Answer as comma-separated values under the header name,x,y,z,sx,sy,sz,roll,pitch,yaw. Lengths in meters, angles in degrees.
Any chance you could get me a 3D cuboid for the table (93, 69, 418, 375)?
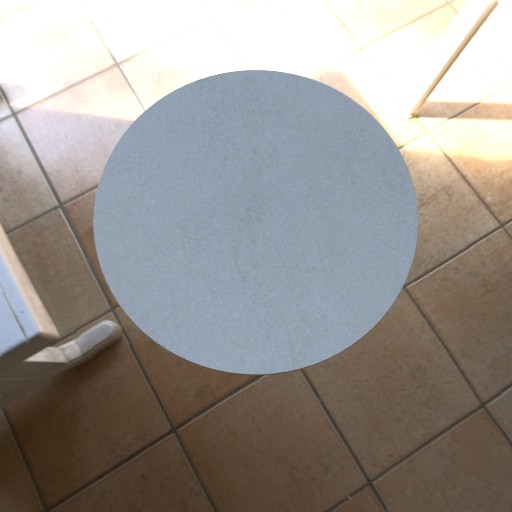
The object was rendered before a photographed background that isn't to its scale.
name,x,y,z,sx,sy,sz,roll,pitch,yaw
table,0.000,0.000,0.955,0.500,0.564,0.500,0,75,0
